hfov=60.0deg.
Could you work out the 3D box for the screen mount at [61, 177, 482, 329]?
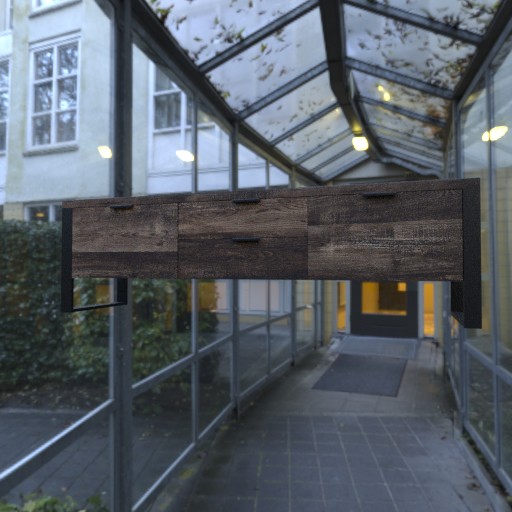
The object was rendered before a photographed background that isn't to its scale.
[{"bbox_3d":[0.000,0.000,1.726,1.524,0.450,0.395,0,-1,18],"label":"screen mount"}]
